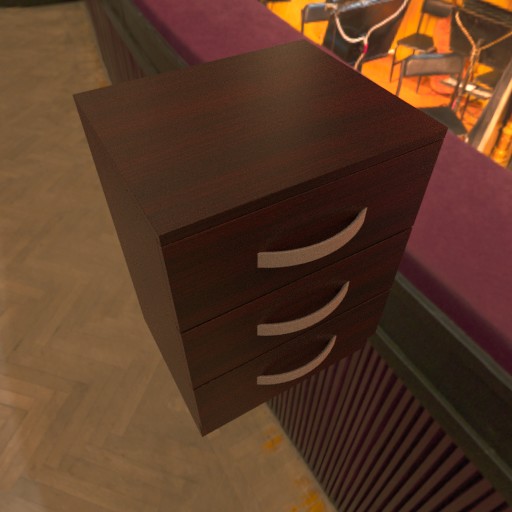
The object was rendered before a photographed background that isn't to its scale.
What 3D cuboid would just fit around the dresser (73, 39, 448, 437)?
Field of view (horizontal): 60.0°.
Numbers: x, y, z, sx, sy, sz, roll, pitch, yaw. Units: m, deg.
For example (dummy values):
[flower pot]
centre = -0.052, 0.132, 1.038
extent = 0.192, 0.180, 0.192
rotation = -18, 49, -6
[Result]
[dresser]
centre = 0.000, 0.000, 0.803
extent = 0.400, 0.560, 0.360
rotation = -23, 51, -20
